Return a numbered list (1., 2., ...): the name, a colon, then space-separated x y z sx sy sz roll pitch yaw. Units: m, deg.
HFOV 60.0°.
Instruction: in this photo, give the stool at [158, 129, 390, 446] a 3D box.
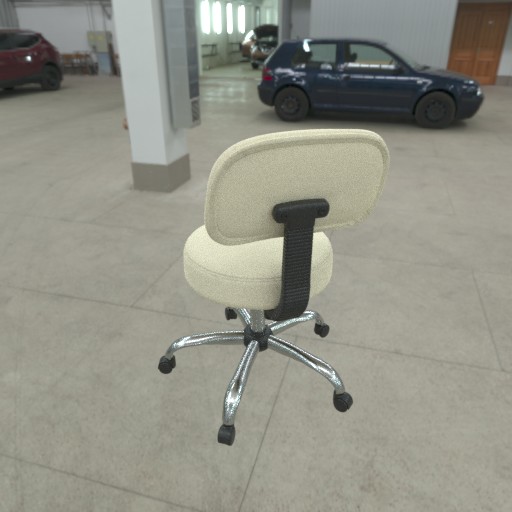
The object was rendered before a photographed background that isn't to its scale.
1. stool: 0.000 0.000 1.260 0.609 0.810 0.616 -9 28 -17
